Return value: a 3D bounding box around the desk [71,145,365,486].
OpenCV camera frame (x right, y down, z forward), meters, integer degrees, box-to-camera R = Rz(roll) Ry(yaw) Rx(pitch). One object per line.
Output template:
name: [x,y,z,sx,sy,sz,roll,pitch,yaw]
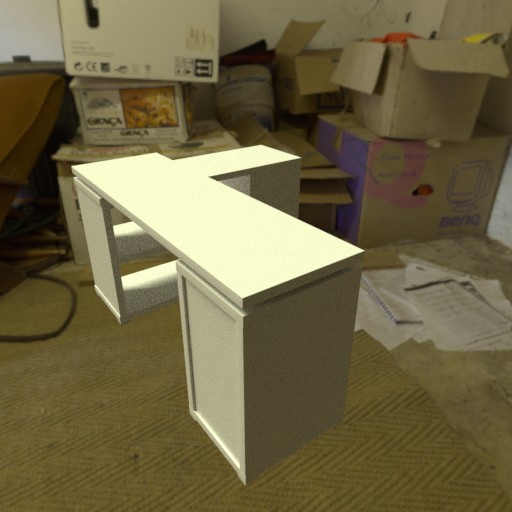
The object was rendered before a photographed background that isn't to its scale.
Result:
desk: [0.000,0.000,2.181,1.200,0.753,1.524,-19,33,-32]
